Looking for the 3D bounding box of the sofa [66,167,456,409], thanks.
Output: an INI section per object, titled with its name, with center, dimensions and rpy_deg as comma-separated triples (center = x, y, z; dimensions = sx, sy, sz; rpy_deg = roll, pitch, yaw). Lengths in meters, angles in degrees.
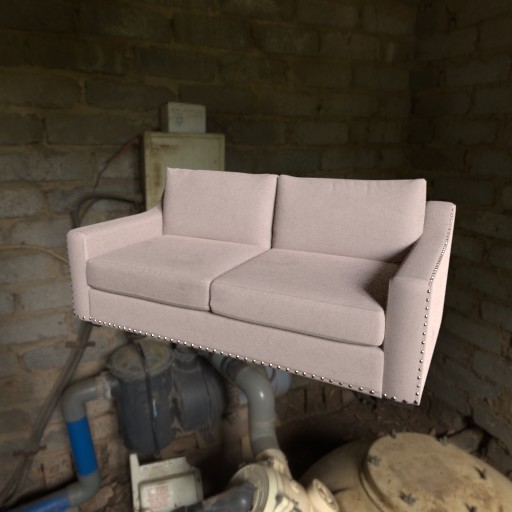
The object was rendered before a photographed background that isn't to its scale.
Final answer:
[sofa]
center = 0.000, 0.000, 2.525
dimensions = 1.967, 0.901, 1.030
rpy_deg = 8, 17, 26
